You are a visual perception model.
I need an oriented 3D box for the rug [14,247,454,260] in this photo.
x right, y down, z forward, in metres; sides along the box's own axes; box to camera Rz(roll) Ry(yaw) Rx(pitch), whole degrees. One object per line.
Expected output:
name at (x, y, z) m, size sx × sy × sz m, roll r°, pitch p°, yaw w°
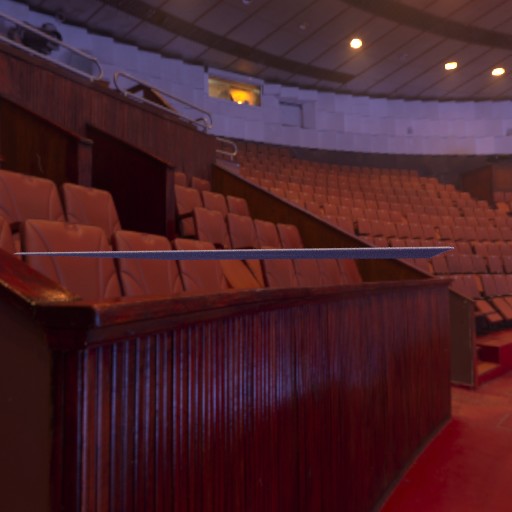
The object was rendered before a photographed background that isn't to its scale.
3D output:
rug at (0.000, 0.000, 3.914) m, size 2.980 × 0.012 × 2.363 m, roll -1°, pitch -2°, yaw 19°
